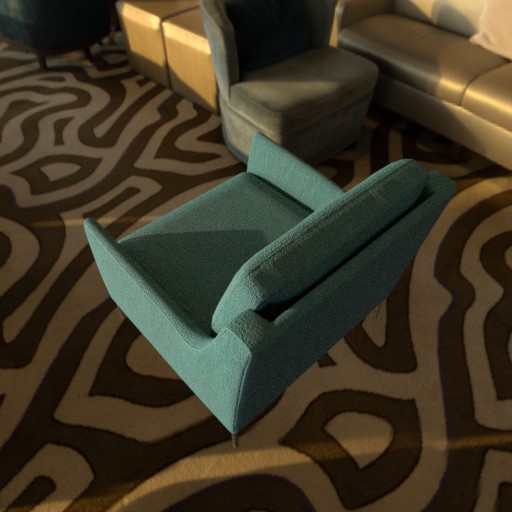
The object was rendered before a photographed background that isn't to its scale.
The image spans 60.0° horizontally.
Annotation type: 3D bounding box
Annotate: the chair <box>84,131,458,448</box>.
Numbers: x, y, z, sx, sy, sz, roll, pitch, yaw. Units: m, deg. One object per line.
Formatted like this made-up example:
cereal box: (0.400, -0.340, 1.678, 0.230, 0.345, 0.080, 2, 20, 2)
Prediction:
chair: (0.000, 0.000, 1.544, 0.847, 0.828, 0.849, -34, 56, -28)
